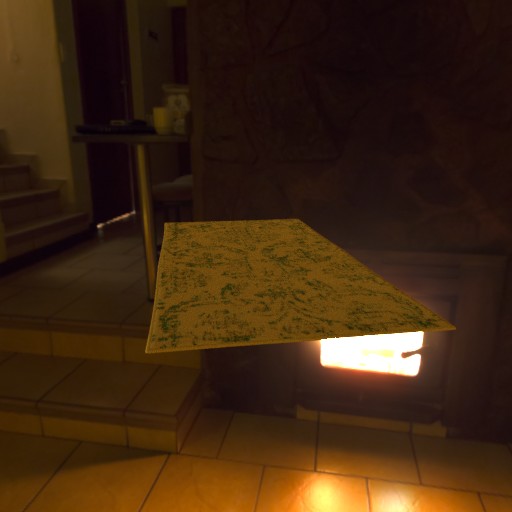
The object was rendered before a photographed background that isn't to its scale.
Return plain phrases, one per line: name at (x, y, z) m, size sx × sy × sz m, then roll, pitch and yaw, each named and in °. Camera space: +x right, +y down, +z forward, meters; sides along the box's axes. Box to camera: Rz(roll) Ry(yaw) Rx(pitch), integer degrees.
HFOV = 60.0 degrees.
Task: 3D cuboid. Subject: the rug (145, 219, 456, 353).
rug at (0.000, 0.000, 1.411) m, size 0.605 × 0.007 × 1.220 m, roll -3°, pitch 15°, yaw -9°
